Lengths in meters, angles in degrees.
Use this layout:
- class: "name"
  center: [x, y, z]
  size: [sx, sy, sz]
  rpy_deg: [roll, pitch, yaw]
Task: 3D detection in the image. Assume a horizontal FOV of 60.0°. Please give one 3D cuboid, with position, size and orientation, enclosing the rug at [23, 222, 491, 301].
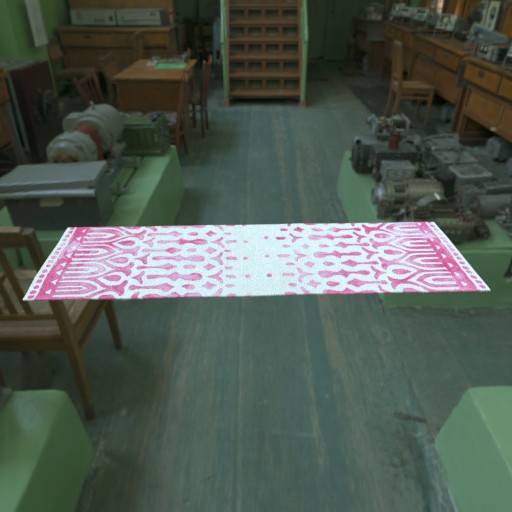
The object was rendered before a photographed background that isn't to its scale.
- class: "rug"
  center: [0.000, 0.000, 2.631]
  size: [2.458, 0.011, 0.787]
  rpy_deg: [-1, 32, -2]
